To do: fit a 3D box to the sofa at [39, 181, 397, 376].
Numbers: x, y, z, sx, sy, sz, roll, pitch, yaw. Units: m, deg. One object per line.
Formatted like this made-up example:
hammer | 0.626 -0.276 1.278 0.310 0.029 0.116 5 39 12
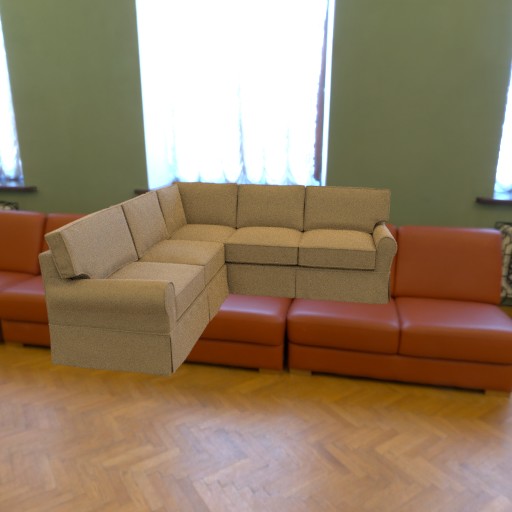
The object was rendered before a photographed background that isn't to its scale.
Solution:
sofa | 0.000 0.000 4.287 2.733 1.124 2.730 3 17 10
